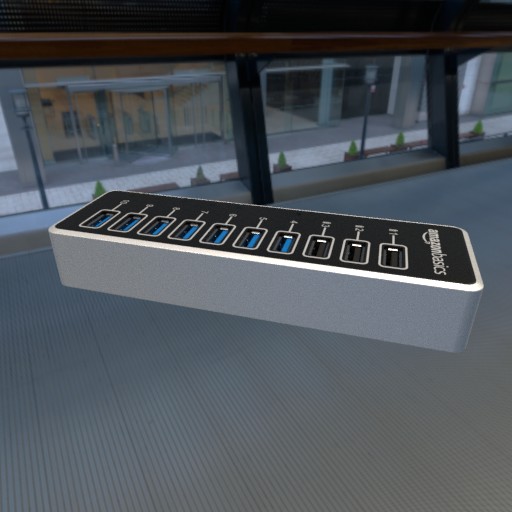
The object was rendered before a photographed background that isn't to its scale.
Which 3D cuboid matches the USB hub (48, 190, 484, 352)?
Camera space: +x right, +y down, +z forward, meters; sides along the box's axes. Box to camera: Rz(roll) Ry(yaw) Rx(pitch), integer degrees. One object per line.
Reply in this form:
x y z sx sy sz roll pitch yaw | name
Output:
0.000 0.000 0.163 0.145 0.023 0.044 8 30 14 | USB hub
